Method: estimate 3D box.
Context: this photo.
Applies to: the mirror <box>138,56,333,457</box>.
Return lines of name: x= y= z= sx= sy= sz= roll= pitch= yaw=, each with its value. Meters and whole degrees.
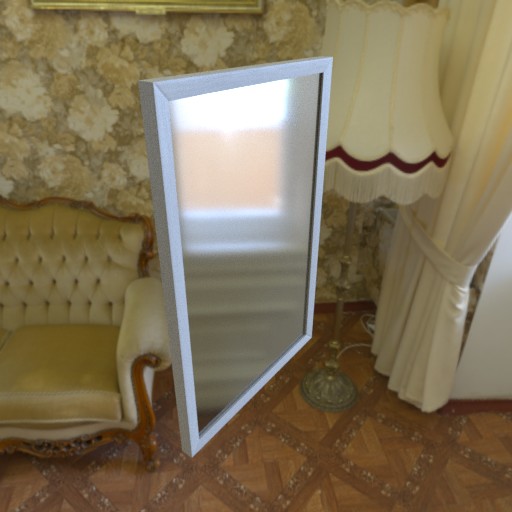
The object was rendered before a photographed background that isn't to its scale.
mirror: x=0.000 y=0.000 z=1.156 sx=0.040 sy=0.915 sz=0.609 roll=20 pitch=34 yaw=32
